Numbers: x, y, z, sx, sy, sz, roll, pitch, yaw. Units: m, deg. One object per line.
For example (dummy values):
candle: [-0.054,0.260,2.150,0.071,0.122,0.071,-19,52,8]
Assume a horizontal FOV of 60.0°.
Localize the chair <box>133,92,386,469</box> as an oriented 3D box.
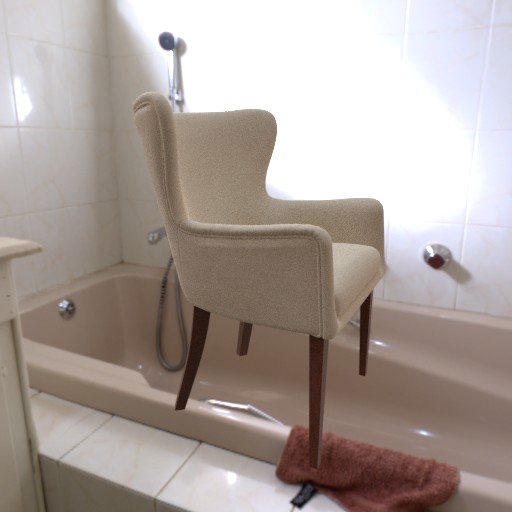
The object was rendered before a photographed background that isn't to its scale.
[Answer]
chair: [0.000,0.000,1.481,0.744,0.990,0.696,7,16,26]
